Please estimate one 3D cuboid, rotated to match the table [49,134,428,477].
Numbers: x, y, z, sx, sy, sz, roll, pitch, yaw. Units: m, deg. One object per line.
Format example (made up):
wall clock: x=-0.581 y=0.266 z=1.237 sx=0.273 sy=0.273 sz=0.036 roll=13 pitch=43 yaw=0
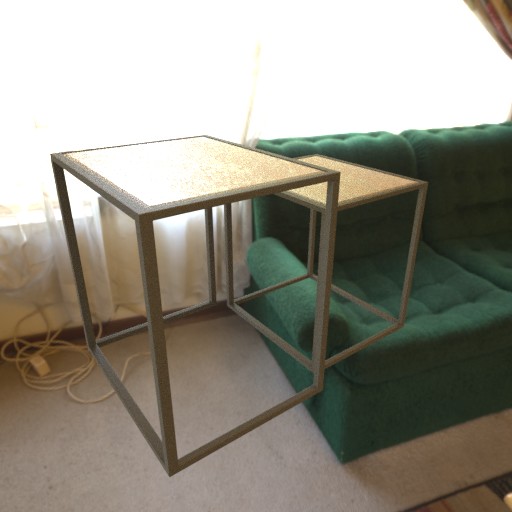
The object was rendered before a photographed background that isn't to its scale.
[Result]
table: x=0.000 y=0.000 z=1.143 sx=0.788 sy=0.540 sz=0.508 roll=-17 pitch=30 yaw=-32
